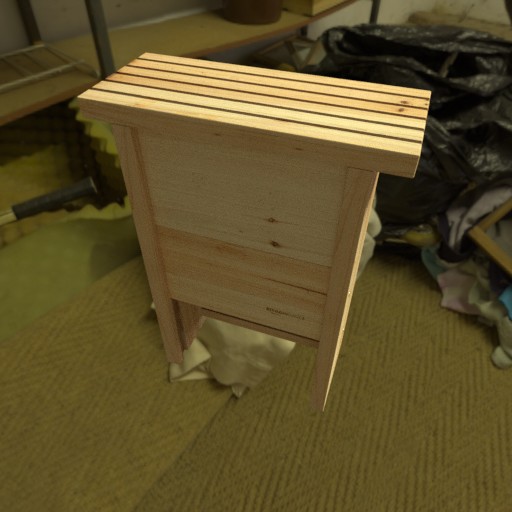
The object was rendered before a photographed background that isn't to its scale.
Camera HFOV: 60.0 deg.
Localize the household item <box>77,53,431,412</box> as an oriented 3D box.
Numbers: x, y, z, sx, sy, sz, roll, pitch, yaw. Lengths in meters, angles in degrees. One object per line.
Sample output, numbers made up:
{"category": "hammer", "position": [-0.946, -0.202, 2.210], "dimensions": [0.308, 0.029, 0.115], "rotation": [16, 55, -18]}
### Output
{"category": "household item", "position": [0.000, 0.000, 0.544], "dimensions": [0.301, 0.407, 0.123], "rotation": [14, 45, 14]}
